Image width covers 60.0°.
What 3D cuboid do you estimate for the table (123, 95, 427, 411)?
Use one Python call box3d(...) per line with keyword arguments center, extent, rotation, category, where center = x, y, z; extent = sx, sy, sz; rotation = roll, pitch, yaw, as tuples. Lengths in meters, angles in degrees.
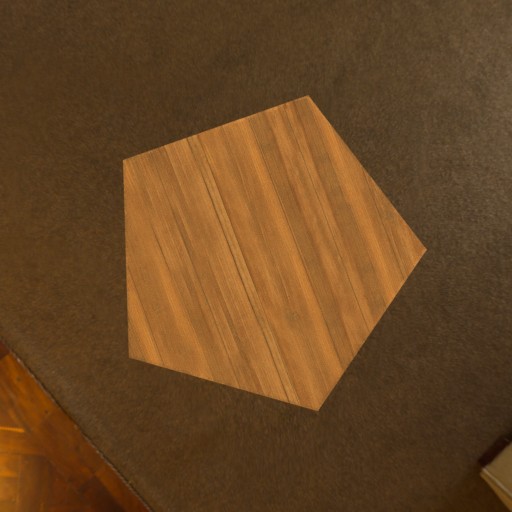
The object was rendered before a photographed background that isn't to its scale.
box3d(center=(0.000, 0.000, 0.888), extent=(0.441, 0.604, 0.425), rotation=(0, 90, -1), category="table")
